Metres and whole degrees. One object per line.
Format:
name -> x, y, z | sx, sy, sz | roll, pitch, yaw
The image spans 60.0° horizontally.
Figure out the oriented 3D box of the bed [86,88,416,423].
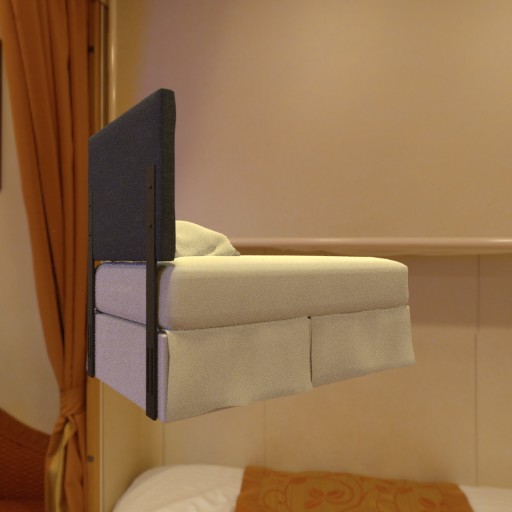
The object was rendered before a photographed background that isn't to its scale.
bed -> 0.000, 0.000, 3.094 | 1.997, 1.571, 1.261 | 0, 0, -37
